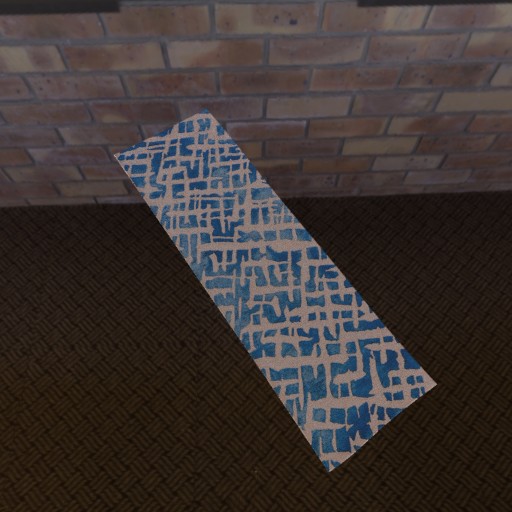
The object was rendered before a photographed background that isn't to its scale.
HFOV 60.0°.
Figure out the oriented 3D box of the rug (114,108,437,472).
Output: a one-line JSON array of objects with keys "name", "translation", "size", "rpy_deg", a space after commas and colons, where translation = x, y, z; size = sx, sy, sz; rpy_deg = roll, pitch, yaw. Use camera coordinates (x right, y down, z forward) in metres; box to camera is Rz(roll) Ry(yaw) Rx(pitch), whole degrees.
[{"name": "rug", "translation": [0.000, 0.000, 2.790], "size": [0.768, 0.011, 2.446], "rpy_deg": [-31, 68, -14]}]
